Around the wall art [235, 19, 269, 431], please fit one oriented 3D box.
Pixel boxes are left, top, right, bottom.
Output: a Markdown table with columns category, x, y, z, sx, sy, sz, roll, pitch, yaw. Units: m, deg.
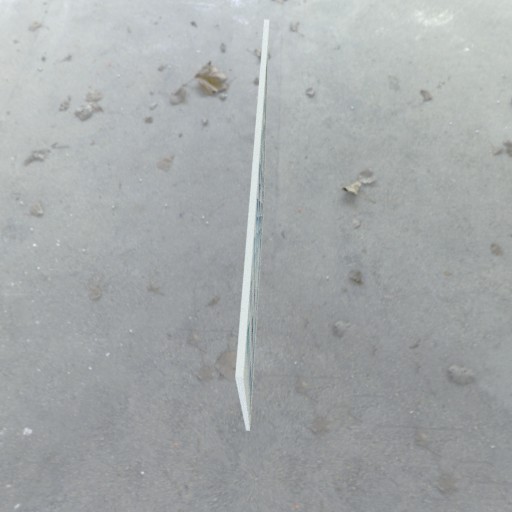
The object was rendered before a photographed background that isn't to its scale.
| category | x | y | z | sx | sy | sz | roll | pitch | yaw |
| --- | --- | --- | --- | --- | --- | --- | --- | --- | --- |
| wall art | 0.000 | 0.000 | 1.197 | 0.012 | 0.809 | 0.809 | 3 | 63 | 2 |
